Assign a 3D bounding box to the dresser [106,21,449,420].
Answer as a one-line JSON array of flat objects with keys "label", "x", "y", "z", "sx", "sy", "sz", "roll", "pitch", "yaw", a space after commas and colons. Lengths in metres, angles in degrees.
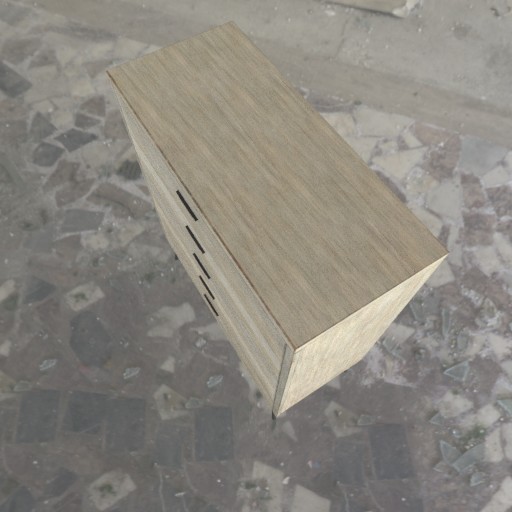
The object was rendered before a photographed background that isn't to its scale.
[{"label": "dresser", "x": 0.000, "y": 0.000, "z": 1.736, "sx": 0.457, "sy": 1.219, "sz": 1.016, "roll": -29, "pitch": 66, "yaw": -14}]
